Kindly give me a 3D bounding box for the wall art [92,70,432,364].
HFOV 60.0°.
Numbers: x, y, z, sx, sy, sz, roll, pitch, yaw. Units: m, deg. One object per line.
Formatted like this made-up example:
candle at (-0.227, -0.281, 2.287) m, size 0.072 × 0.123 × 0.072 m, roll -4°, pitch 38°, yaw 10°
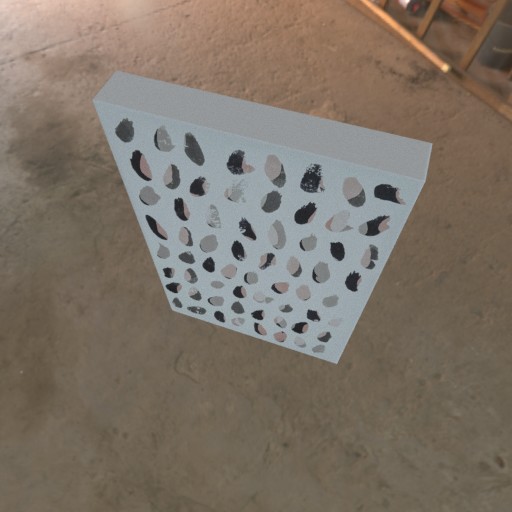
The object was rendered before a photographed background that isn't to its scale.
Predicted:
wall art at (0.000, 0.000, 0.489) m, size 0.252 × 0.381 × 0.039 m, roll 16°, pitch 60°, yaw 10°
